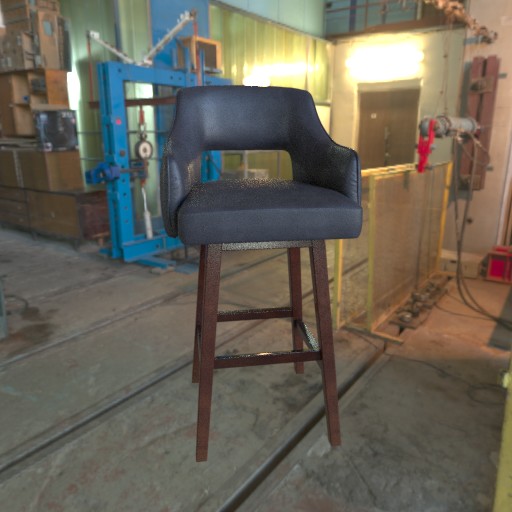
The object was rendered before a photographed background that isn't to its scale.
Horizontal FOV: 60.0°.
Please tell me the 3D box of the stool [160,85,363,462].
[{"bbox_3d":[0.000,0.000,1.373,0.550,1.041,0.560,-3,16,-9],"label":"stool"}]
